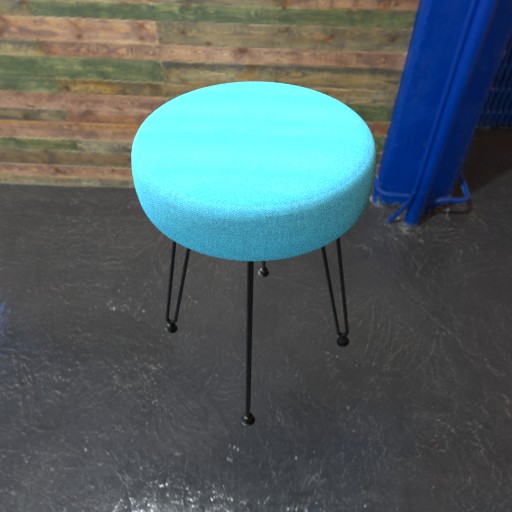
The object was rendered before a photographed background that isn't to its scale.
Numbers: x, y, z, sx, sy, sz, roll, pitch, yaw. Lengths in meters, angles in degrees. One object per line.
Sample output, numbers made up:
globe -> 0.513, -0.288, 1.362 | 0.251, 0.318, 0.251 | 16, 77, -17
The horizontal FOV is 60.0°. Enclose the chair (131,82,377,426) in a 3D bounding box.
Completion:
chair -> 0.000, 0.000, 0.684 | 0.350, 0.440, 0.350 | 4, 46, 4
